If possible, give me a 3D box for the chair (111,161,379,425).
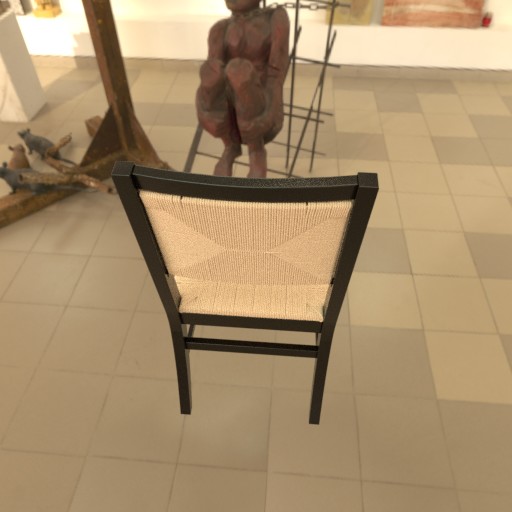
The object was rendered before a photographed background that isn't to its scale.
[{"bbox_3d":[0.000,0.000,1.227,0.437,0.927,0.552,3,47,3],"label":"chair"}]
